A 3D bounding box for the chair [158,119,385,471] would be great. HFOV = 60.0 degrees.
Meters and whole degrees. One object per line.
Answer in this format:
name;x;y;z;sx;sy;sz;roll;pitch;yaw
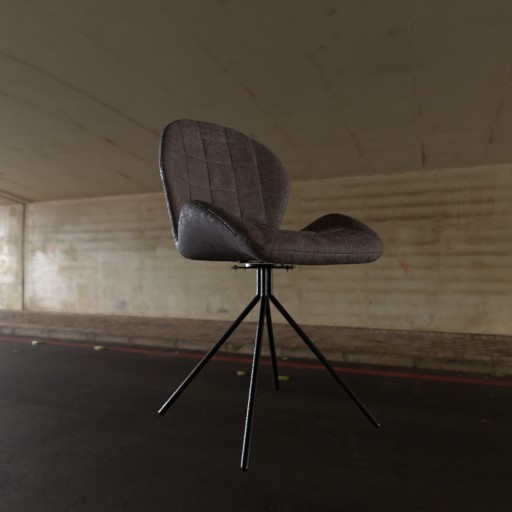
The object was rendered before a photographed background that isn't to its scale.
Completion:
chair;0.000;0.000;1.293;0.527;0.934;0.640;1;-1;-36
